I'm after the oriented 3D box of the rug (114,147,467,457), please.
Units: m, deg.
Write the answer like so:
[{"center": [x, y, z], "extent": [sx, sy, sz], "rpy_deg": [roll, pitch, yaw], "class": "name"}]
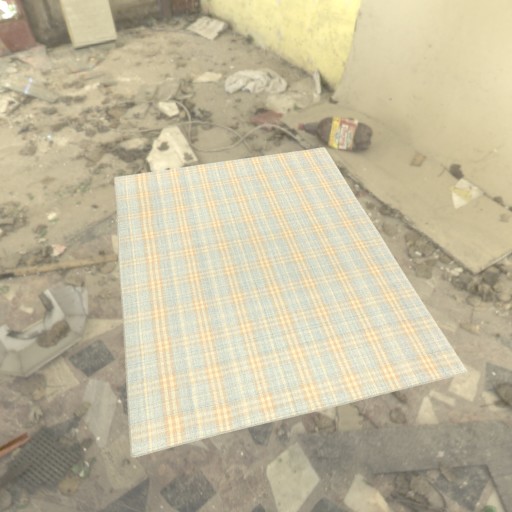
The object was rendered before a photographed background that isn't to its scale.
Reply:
[{"center": [0.000, 0.000, 4.085], "extent": [2.462, 0.030, 3.066], "rpy_deg": [-11, 48, -10], "class": "rug"}]
